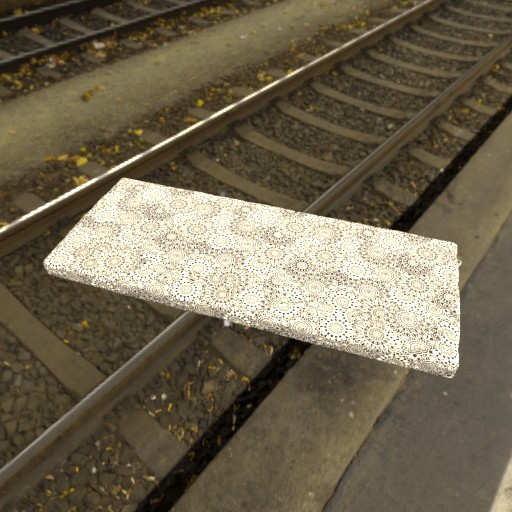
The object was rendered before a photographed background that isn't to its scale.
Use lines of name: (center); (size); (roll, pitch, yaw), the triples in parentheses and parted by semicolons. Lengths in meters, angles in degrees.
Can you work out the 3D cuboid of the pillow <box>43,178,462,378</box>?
pillow: (0.000, 0.000, 1.332); (1.187, 0.081, 0.492); (13, 46, 13)
